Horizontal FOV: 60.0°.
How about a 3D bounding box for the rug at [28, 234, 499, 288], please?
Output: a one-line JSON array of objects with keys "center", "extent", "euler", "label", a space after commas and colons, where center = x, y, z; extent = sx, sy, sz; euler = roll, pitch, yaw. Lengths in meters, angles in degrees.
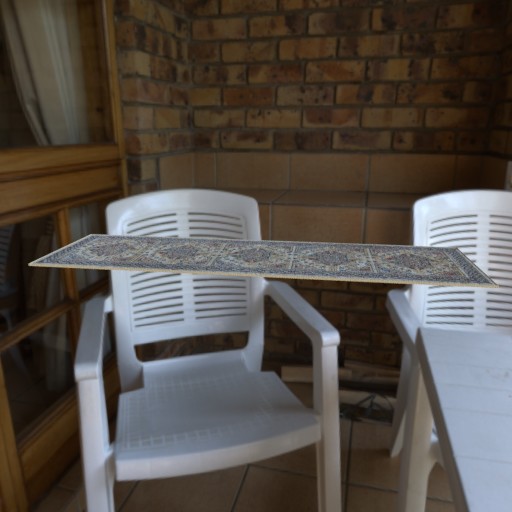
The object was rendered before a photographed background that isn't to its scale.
[{"center": [0.000, 0.000, 2.458], "extent": [2.297, 0.013, 0.661], "euler": [2, 17, 8], "label": "rug"}]
